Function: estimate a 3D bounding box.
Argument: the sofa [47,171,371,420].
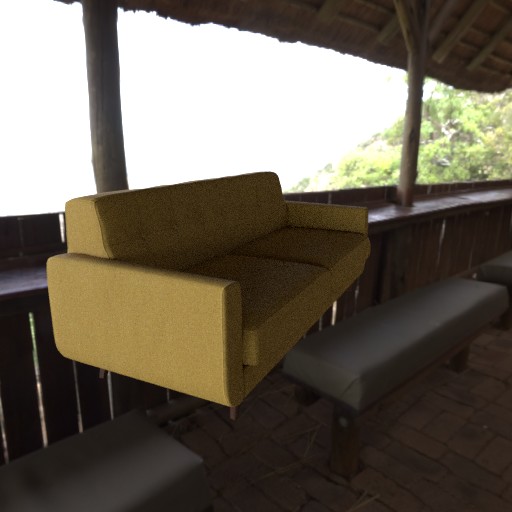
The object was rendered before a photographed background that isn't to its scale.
[{"bbox_3d":[0.000,0.000,2.510,0.909,0.841,2.029,7,16,26],"label":"sofa"}]
